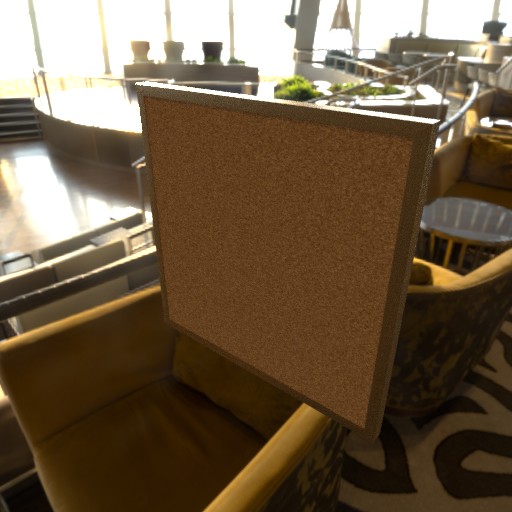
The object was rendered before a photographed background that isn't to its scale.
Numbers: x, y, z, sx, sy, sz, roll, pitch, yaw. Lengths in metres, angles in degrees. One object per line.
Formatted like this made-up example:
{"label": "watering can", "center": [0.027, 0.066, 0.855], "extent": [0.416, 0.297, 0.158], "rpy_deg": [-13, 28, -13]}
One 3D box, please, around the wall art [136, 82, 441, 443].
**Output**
{"label": "wall art", "center": [0.000, 0.000, 1.125], "extent": [0.767, 0.765, 0.036], "rpy_deg": [21, 35, 33]}
